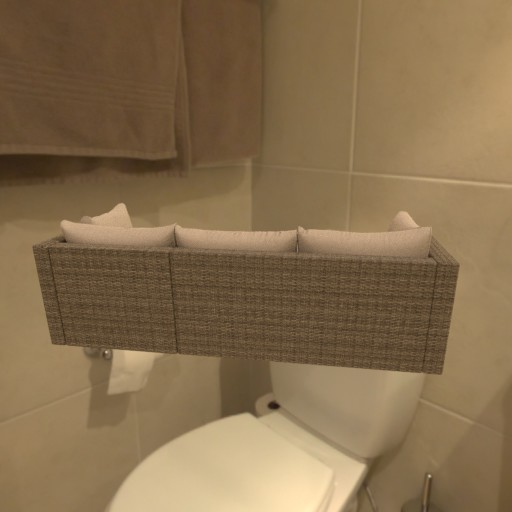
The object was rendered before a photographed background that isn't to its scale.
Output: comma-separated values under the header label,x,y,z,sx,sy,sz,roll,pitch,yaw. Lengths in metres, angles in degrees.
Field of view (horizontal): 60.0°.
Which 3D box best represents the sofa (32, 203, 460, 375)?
label,x,y,z,sx,sy,sz,roll,pitch,yaw
sofa,0.000,0.000,3.082,2.192,0.766,1.662,2,16,9
